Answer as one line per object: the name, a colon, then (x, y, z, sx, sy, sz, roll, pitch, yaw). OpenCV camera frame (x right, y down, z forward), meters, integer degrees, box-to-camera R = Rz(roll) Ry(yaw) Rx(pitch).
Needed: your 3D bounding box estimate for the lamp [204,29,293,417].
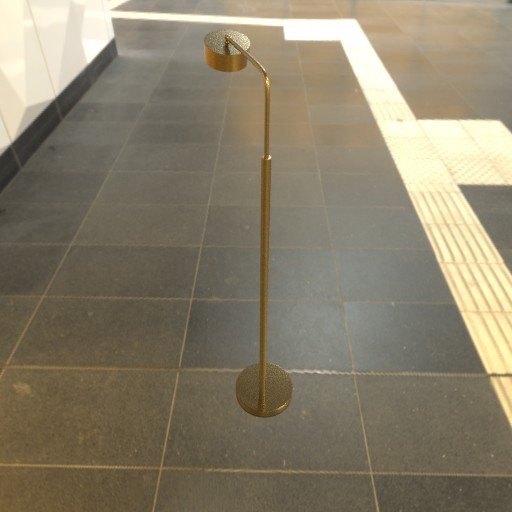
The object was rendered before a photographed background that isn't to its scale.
lamp: (0.000, 0.000, 1.400, 0.219, 1.230, 0.418, -12, 42, -14)
